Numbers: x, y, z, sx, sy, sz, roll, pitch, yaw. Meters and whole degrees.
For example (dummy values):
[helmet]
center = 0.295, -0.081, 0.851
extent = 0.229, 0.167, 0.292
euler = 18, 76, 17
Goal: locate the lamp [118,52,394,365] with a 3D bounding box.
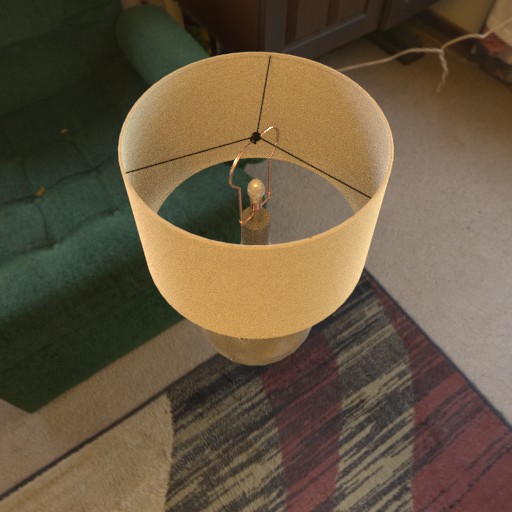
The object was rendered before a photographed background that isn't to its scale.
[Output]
[lamp]
center = 0.000, 0.000, 0.720
extent = 0.330, 0.521, 0.330
euler = 0, 58, 0
